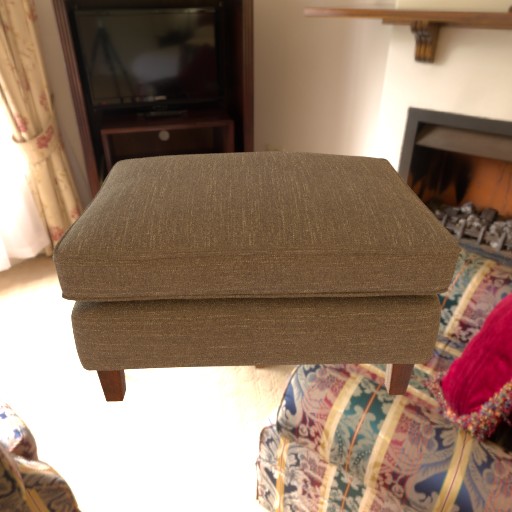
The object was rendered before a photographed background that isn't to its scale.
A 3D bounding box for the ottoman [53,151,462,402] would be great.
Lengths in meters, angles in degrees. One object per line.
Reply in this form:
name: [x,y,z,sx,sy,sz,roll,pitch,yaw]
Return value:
ottoman: [0.000,0.000,0.979,0.686,0.406,0.508,-1,31,-1]
